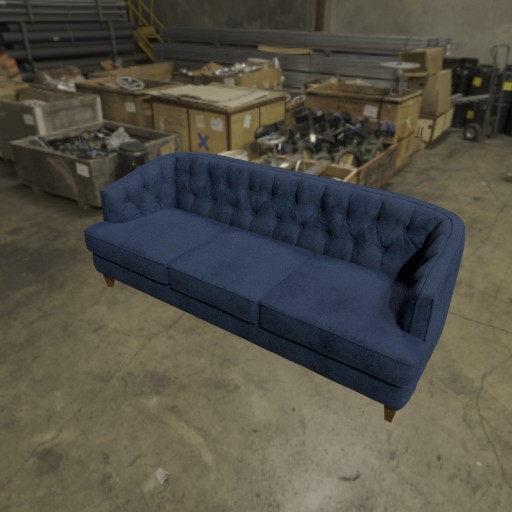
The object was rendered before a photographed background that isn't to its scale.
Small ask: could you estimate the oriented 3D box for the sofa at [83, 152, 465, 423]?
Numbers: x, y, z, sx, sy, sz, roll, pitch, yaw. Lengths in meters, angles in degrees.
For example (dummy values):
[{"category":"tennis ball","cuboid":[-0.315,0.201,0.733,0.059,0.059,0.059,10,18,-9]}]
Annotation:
[{"category":"sofa","cuboid":[0.000,0.000,2.768,2.278,0.855,0.941,19,34,30]}]
